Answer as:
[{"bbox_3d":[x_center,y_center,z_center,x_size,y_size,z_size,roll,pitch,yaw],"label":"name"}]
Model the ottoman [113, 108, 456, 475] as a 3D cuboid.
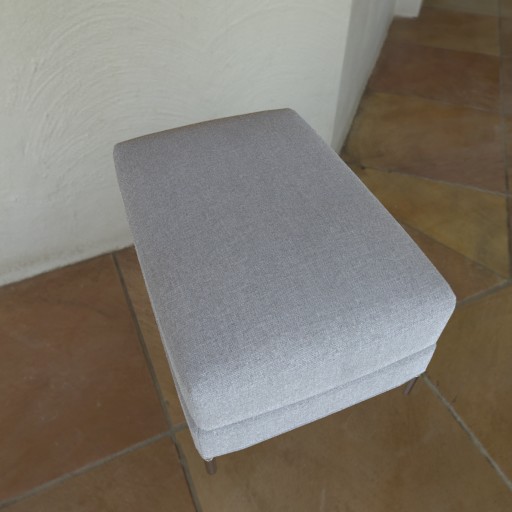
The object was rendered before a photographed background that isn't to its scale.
[{"bbox_3d":[0.000,0.000,1.173,0.584,0.457,0.838,-16,49,-14],"label":"ottoman"}]
